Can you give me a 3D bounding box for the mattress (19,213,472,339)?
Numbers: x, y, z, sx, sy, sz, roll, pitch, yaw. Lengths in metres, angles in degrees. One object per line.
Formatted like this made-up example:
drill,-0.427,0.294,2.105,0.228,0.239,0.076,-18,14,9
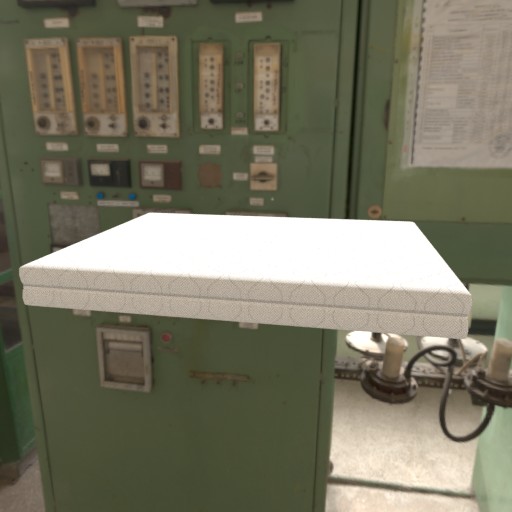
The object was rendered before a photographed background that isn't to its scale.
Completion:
mattress,0.000,0.000,2.490,1.900,0.200,1.400,3,16,10
